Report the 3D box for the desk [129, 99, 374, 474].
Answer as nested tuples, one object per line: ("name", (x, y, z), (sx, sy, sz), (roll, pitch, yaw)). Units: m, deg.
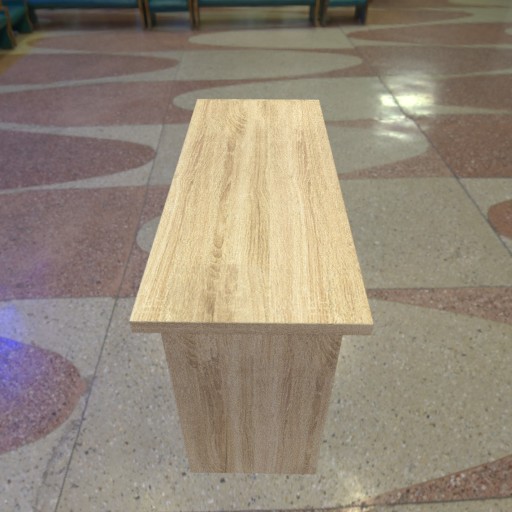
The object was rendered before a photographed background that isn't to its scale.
("desk", (0.000, 0.000, 1.639), (0.500, 0.750, 1.300), (1, 40, 1))
